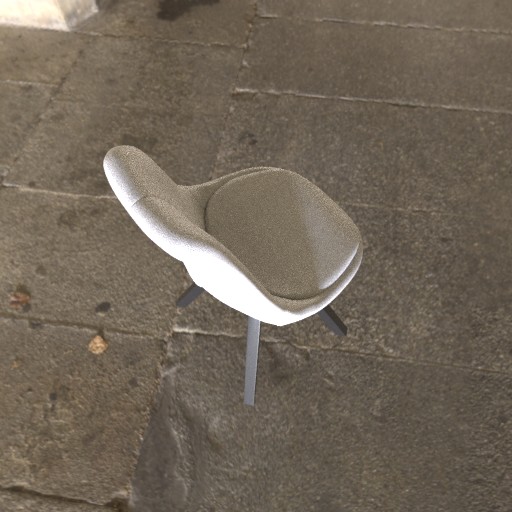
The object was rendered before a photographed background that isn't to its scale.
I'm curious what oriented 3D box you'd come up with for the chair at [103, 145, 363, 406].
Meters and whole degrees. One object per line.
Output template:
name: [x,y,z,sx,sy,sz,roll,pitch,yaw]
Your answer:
chair: [0.000,0.000,1.194,0.550,0.850,0.485,-32,63,-19]
